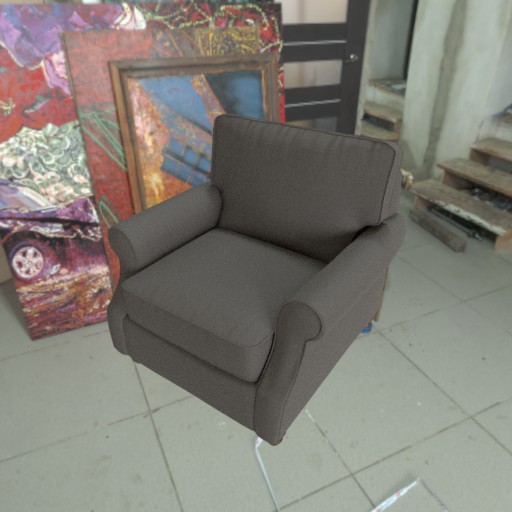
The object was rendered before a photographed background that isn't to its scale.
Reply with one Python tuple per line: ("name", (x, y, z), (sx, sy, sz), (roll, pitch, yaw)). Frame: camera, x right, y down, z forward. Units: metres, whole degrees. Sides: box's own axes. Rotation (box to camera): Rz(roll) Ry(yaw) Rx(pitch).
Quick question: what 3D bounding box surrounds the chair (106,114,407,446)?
("chair", (0.000, 0.000, 1.854), (1.029, 0.967, 0.966), (20, 36, 30))
